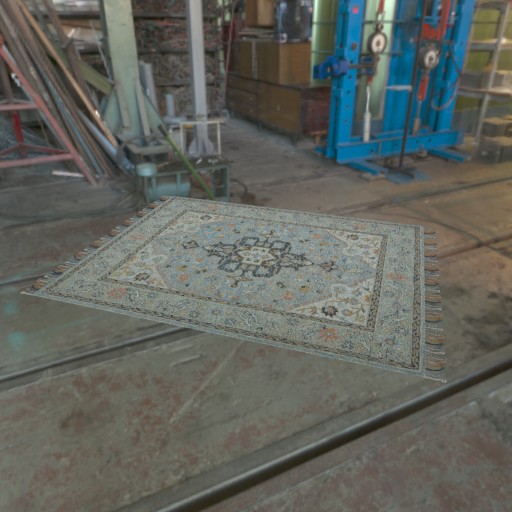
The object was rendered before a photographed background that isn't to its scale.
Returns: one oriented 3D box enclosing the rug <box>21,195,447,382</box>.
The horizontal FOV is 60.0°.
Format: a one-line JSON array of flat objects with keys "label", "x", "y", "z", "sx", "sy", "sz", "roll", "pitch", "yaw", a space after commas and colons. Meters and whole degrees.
[{"label": "rug", "x": 0.000, "y": 0.000, "z": 4.099, "sx": 3.221, "sy": 0.011, "sz": 2.379, "roll": 9, "pitch": 29, "yaw": 16}]
